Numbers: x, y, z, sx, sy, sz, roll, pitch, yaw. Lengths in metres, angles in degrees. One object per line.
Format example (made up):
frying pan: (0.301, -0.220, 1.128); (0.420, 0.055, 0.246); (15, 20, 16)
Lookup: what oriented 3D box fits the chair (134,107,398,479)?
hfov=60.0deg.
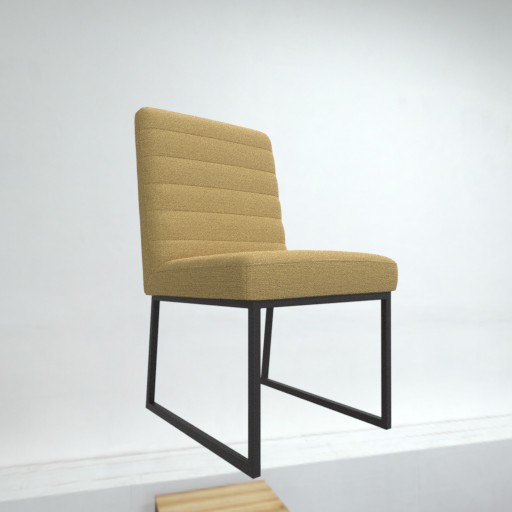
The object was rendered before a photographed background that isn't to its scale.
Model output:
chair: (0.000, 0.000, 1.297); (0.520, 0.930, 0.634); (0, -1, -37)
